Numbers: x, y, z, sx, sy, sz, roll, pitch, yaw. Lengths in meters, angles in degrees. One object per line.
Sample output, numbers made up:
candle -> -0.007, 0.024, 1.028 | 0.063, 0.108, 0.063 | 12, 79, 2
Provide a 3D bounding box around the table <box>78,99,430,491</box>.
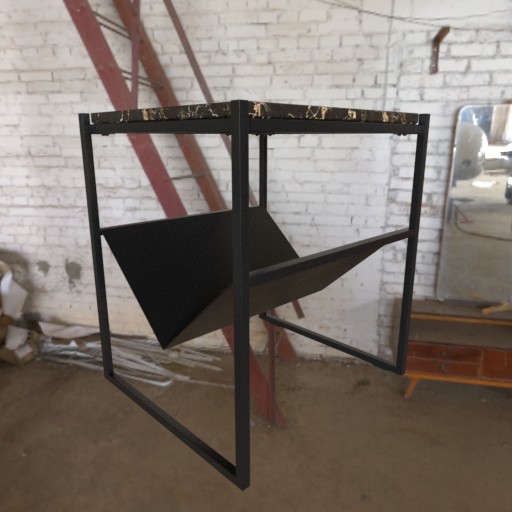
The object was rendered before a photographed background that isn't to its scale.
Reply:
table -> 0.000, 0.000, 0.869 | 0.469, 0.534, 0.432 | -14, 21, -42
